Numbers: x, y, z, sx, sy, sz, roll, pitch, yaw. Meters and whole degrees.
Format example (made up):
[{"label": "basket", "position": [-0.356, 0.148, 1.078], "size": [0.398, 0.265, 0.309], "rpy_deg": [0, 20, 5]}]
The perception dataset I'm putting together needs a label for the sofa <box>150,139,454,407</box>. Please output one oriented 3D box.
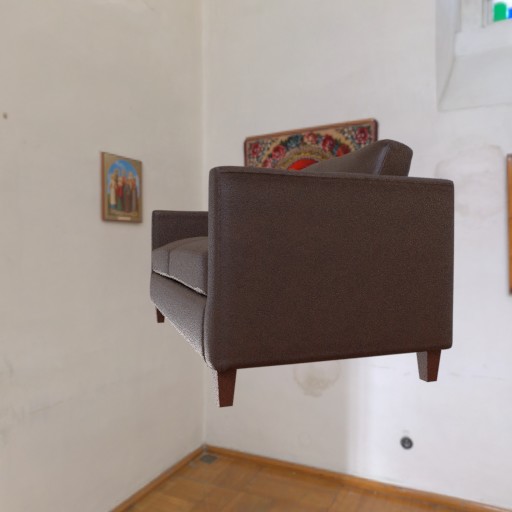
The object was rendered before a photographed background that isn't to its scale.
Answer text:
[{"label": "sofa", "position": [0.000, 0.000, 2.367], "size": [0.951, 0.933, 1.883], "rpy_deg": [0, 1, -19]}]
